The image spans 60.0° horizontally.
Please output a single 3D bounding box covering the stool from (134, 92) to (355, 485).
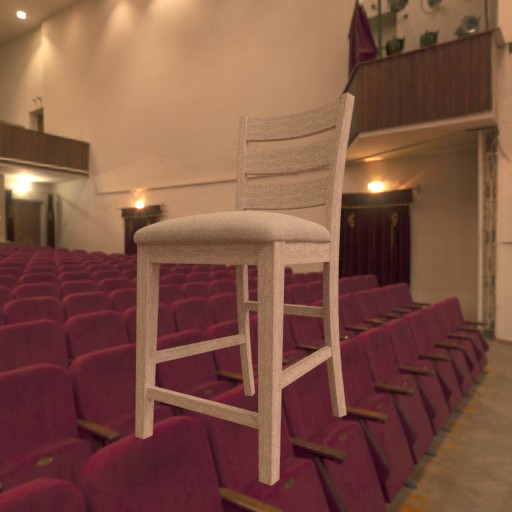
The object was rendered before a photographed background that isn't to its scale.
[{"bbox_3d":[0.000,0.000,1.349,0.484,1.032,0.569,1,1,35],"label":"stool"}]
